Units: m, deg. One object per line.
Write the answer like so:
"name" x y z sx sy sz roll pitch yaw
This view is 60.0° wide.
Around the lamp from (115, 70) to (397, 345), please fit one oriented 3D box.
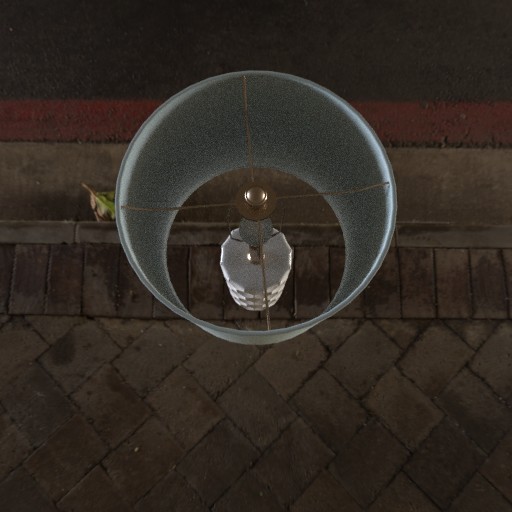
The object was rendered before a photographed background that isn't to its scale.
"lamp" 0.000 0.000 0.695 0.277 0.534 0.277 32 79 7
